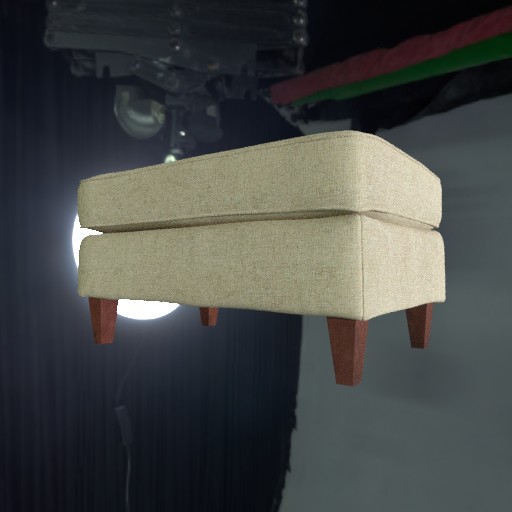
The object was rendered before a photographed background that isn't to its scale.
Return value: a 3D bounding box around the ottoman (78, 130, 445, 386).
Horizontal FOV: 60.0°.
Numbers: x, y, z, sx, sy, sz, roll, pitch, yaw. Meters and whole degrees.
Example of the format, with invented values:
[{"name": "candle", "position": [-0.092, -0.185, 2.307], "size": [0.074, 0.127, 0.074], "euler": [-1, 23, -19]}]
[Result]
[{"name": "ottoman", "position": [0.000, 0.000, 1.212], "size": [0.862, 0.484, 0.583], "euler": [-1, -2, 36]}]
